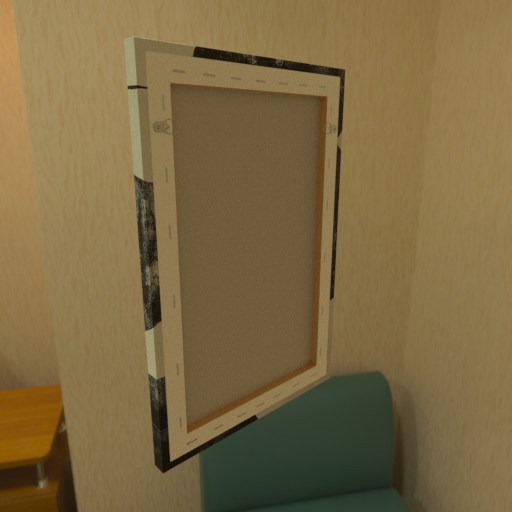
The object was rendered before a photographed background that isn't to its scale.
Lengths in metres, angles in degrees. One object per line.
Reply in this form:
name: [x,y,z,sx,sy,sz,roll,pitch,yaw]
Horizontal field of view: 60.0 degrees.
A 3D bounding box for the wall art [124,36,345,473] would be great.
wall art: [0.000,0.000,1.105,0.610,0.915,0.041,-14,21,-41]
